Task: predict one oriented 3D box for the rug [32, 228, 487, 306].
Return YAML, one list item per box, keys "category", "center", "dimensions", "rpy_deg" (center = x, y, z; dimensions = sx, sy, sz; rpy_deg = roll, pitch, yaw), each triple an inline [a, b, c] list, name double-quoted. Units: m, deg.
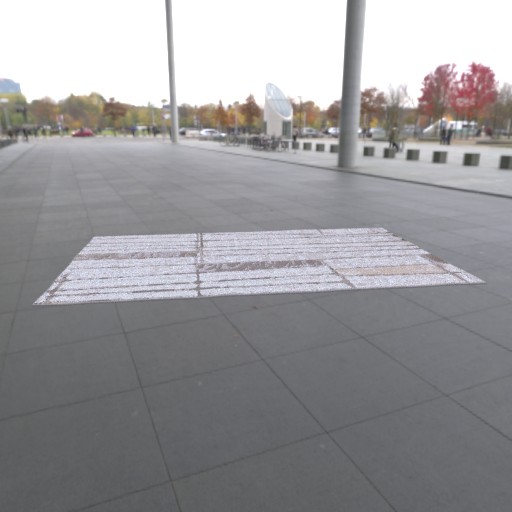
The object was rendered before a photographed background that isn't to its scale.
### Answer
- category: "rug"
  center: [0.000, 0.000, 1.076]
  dimensions: [0.867, 0.007, 0.515]
  rpy_deg: [-2, 16, -8]
